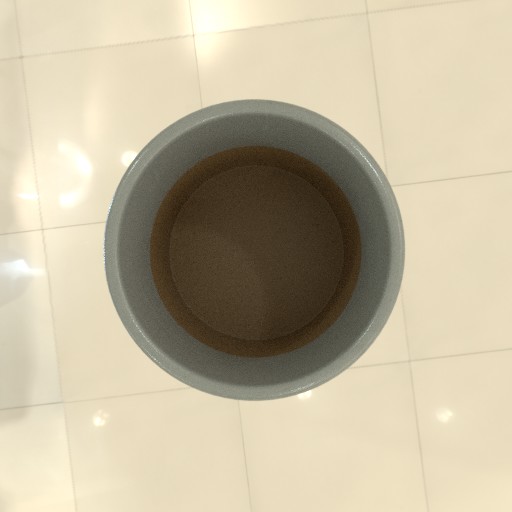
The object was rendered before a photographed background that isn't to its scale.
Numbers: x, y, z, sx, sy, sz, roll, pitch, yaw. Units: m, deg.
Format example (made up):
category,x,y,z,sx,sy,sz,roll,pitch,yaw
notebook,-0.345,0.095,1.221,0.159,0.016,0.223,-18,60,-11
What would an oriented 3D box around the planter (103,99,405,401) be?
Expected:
category,x,y,z,sx,sy,sz,roll,pitch,yaw
planter,0.000,0.000,0.738,0.348,0.480,0.360,0,90,1
